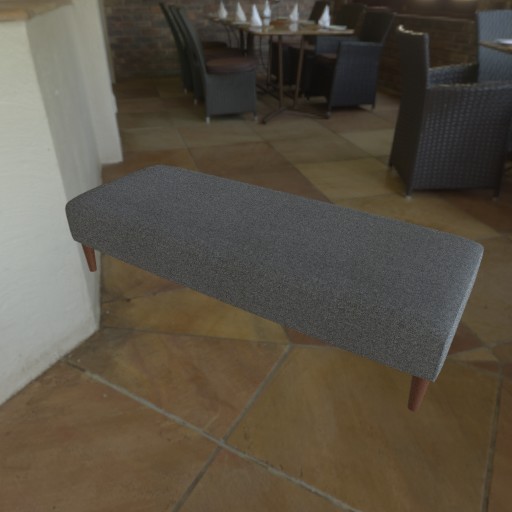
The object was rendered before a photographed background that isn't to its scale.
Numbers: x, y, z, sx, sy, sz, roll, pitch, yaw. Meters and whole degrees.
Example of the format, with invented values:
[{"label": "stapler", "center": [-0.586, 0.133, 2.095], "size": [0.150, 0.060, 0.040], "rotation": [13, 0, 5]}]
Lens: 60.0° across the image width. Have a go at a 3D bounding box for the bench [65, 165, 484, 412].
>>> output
[{"label": "bench", "center": [0.000, 0.000, 1.835], "size": [1.598, 0.384, 0.631], "rotation": [18, 35, 27]}]
